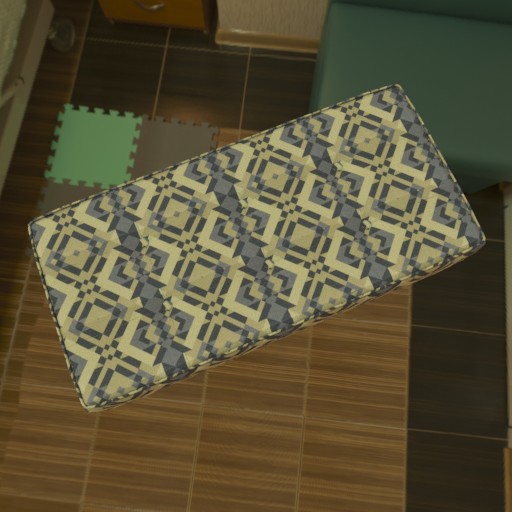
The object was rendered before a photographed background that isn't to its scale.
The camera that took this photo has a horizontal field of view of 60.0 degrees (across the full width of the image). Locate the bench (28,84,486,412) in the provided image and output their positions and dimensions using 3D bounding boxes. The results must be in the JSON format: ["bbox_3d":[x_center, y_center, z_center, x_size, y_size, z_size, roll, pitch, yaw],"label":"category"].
[{"bbox_3d":[0.000,0.000,1.268,1.016,0.477,0.492,-22,77,-5],"label":"bench"}]
